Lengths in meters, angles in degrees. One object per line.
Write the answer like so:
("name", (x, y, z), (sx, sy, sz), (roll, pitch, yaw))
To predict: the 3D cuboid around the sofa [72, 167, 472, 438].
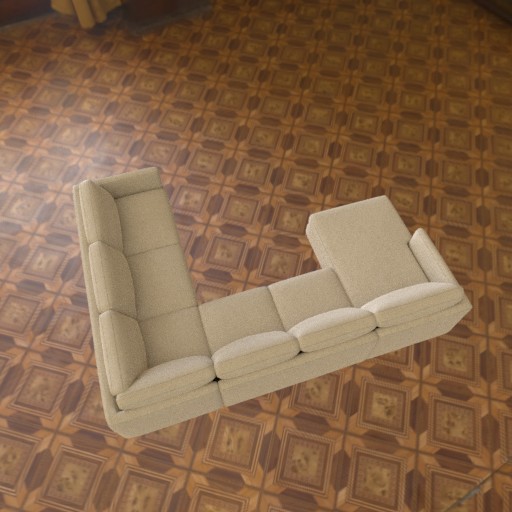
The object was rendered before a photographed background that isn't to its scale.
("sofa", (0.000, 0.000, 4.473), (3.238, 0.853, 2.551), (-16, 60, -9))
